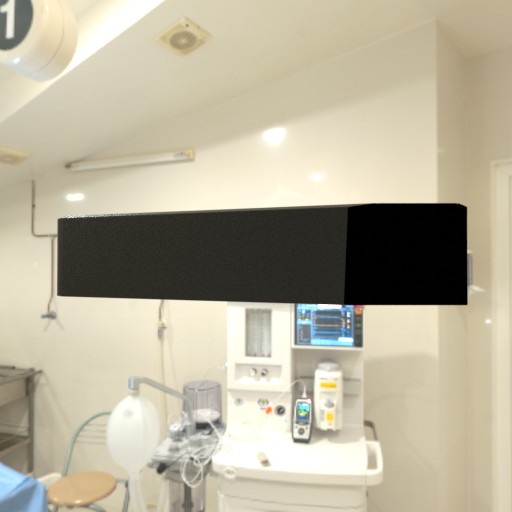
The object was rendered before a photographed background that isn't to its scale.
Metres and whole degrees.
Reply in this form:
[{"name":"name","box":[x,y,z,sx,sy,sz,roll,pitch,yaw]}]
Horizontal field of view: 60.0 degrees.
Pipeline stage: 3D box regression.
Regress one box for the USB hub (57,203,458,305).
[{"name":"USB hub","box":[0.000,0.000,0.130,0.110,0.023,0.044,0,-1,19]}]
